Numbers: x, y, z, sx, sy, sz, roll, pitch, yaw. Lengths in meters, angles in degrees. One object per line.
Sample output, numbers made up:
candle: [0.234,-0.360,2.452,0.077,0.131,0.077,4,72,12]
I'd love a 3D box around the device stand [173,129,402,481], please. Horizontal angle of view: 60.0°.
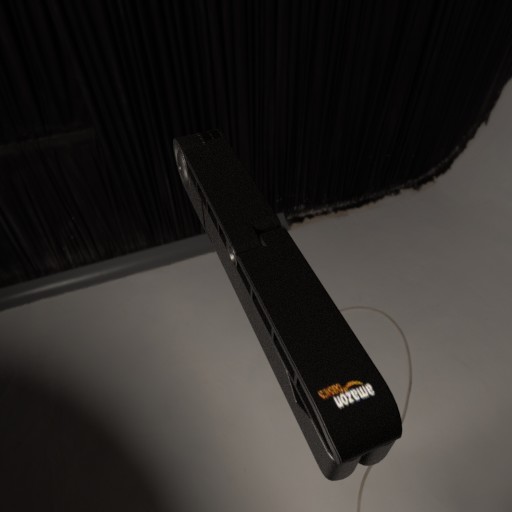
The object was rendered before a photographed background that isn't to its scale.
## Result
device stand: [0.000,0.000,0.190,0.026,0.030,0.179,-17,50,-15]
